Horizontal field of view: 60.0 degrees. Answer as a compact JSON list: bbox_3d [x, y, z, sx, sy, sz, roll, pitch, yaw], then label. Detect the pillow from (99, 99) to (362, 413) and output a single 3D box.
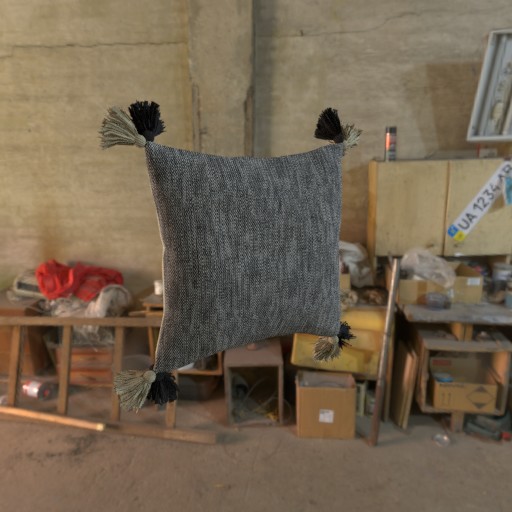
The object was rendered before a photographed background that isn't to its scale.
[{"bbox_3d":[0.000,0.000,0.990,0.654,0.659,0.170,-7,15,-28],"label":"pillow"}]
